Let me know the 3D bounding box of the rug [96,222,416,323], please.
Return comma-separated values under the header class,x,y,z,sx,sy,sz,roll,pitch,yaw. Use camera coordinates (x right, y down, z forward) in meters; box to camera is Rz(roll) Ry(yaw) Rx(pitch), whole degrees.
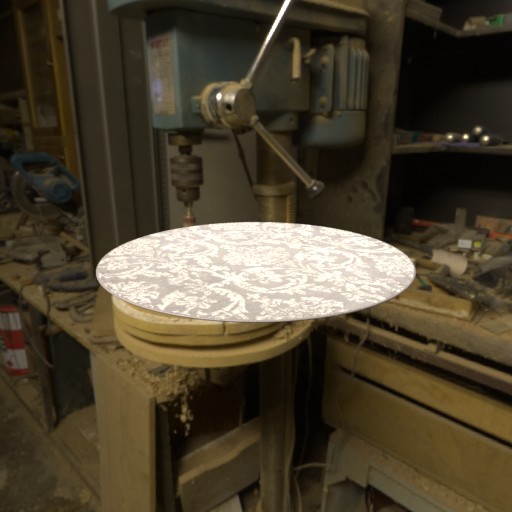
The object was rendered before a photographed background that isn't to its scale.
class,x,y,z,sx,sy,sz,roll,pitch,yaw
rug,0.000,0.000,2.333,1.593,0.012,1.593,0,17,0
